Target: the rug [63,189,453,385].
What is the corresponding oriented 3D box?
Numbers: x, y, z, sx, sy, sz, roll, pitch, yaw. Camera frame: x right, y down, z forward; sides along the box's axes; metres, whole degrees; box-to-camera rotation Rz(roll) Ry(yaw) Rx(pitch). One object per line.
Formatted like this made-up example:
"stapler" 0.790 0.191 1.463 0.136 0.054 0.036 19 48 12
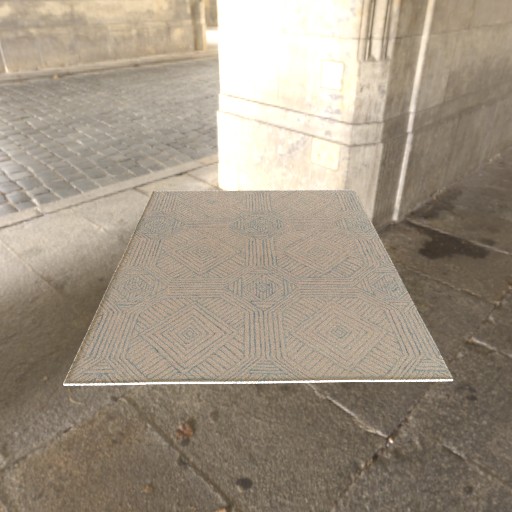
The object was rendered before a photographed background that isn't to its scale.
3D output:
"rug" 0.000 0.000 4.078 2.457 0.015 3.049 0 31 -1
